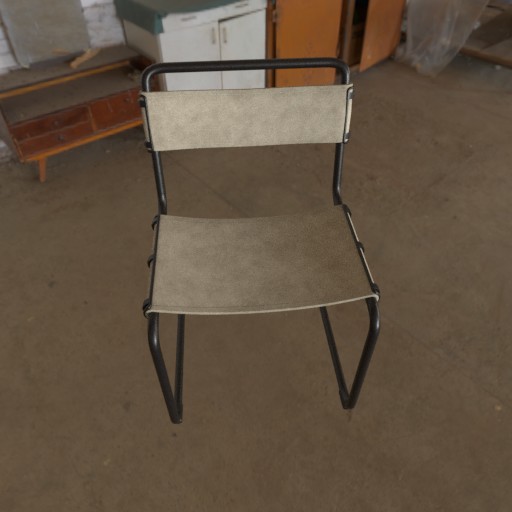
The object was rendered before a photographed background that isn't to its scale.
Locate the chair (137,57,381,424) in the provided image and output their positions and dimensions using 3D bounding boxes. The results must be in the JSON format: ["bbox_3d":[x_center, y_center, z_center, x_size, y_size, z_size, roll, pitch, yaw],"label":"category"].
[{"bbox_3d":[0.000,0.000,1.068,0.499,0.747,0.497,-4,44,-4],"label":"chair"}]
